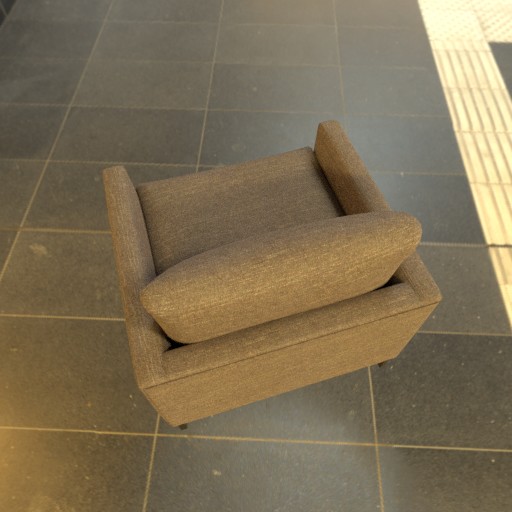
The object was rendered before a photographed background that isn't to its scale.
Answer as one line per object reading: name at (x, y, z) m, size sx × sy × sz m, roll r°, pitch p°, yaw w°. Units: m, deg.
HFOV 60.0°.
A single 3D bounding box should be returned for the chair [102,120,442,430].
chair at (0.000, 0.000, 1.606) m, size 0.940 × 0.841 × 0.845 m, roll -15°, pitch 59°, yaw -9°
